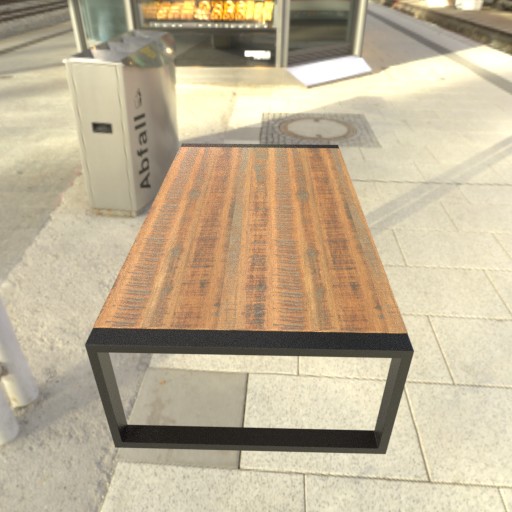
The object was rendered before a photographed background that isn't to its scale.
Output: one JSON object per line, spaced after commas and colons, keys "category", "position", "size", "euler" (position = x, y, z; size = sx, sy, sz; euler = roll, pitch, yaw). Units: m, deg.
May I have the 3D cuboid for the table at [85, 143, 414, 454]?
{"category": "table", "position": [0.000, 0.000, 1.679], "size": [0.750, 0.400, 1.350], "euler": [1, 34, 1]}
